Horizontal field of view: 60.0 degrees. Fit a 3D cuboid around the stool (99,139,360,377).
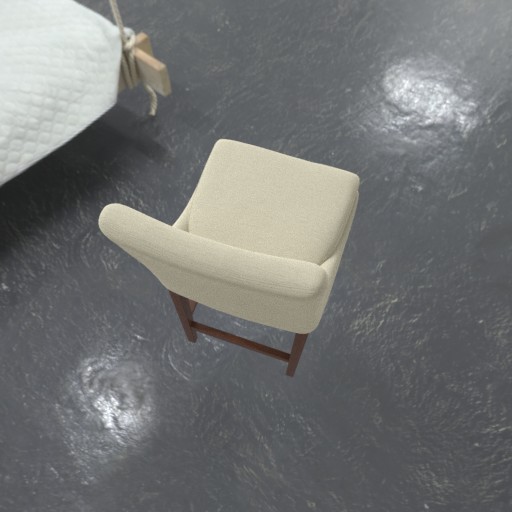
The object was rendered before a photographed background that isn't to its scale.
[{"bbox_3d":[0.000,0.000,1.285,0.470,0.981,0.577,17,64,9],"label":"stool"}]
